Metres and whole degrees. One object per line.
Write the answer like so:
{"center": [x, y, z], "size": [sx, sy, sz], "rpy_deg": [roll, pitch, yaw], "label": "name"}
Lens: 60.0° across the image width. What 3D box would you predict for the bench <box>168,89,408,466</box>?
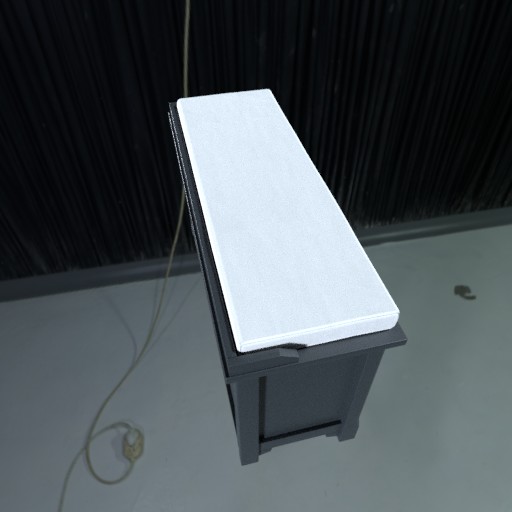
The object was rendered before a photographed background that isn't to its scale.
{"center": [0.000, 0.000, 1.282], "size": [0.345, 0.561, 0.973], "rpy_deg": [-10, 47, -10], "label": "bench"}
